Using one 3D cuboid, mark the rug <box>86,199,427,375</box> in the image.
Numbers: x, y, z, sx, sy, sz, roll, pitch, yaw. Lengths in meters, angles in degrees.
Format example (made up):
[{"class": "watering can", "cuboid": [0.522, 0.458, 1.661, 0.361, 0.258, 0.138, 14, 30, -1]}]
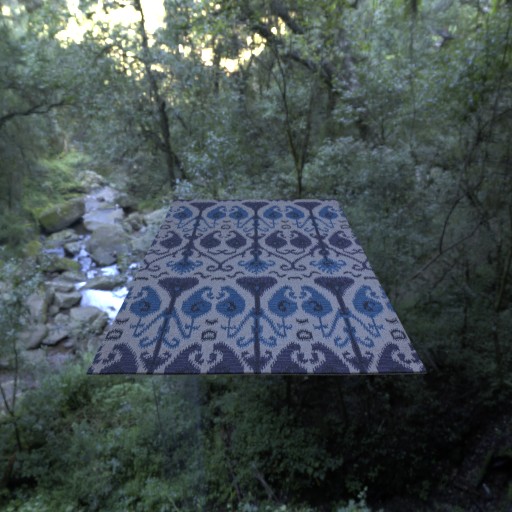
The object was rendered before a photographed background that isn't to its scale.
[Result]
[{"class": "rug", "cuboid": [0.000, 0.000, 2.146, 1.072, 0.013, 1.698, 0, 26, 0]}]
